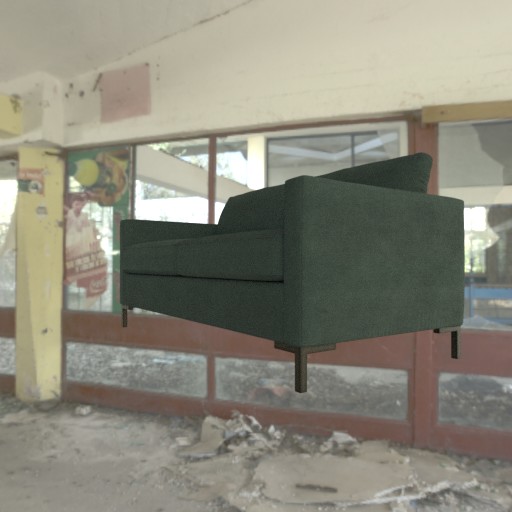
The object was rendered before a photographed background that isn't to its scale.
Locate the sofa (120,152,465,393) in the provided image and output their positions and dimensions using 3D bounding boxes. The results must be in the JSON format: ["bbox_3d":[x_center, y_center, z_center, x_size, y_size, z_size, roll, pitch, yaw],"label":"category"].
[{"bbox_3d":[0.000,0.000,2.166,0.875,0.817,1.676,1,-1,-35],"label":"sofa"}]
